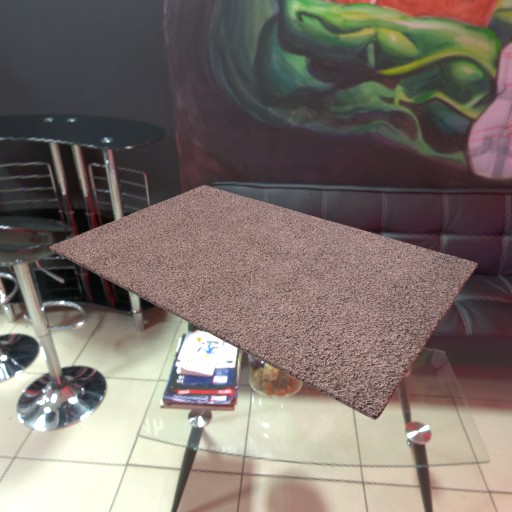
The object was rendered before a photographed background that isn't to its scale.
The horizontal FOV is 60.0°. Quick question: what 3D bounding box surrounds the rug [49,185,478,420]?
[{"bbox_3d":[0.000,0.000,3.359,2.743,0.030,1.778,20,35,32],"label":"rug"}]
